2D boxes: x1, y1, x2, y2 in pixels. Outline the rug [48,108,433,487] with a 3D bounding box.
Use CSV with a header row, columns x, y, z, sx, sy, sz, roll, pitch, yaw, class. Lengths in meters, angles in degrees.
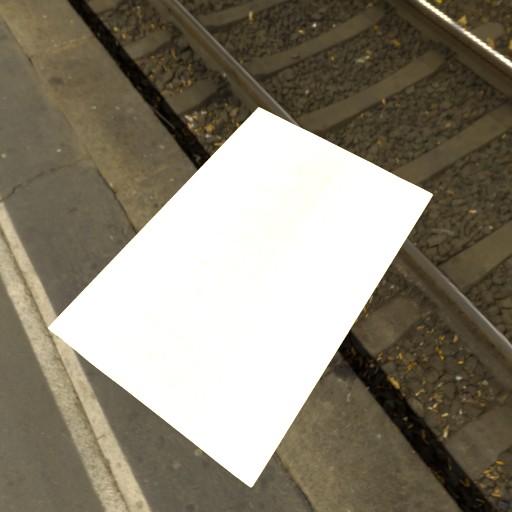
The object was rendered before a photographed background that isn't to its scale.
x,y,z,sx,sy,sz,roll,pitch,yaw,class
0.000,0.000,2.391,1.234,0.006,1.850,31,66,16,rug
